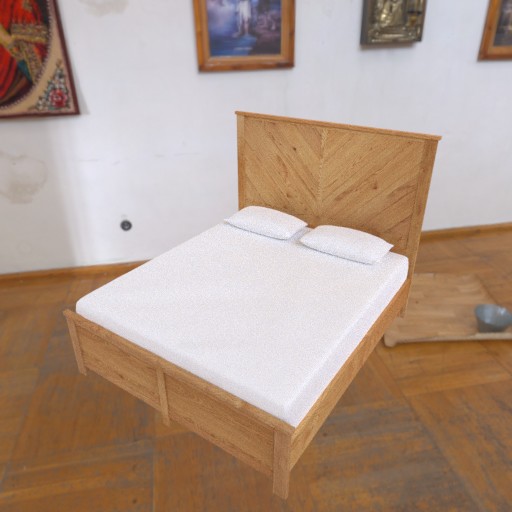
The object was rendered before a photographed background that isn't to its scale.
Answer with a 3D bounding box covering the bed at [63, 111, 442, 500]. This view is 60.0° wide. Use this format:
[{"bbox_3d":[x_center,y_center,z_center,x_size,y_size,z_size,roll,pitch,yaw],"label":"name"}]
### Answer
[{"bbox_3d":[0.000,0.000,3.967,2.225,1.938,2.530,18,33,30],"label":"bed"}]
